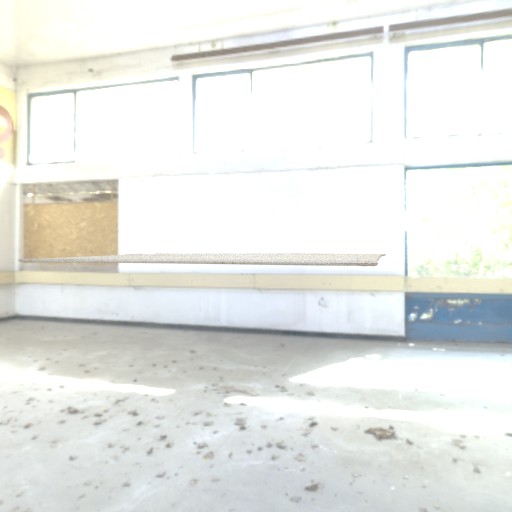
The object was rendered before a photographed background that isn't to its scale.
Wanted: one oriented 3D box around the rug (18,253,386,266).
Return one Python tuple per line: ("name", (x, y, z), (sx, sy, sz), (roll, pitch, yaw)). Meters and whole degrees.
("rug", (0.000, 0.000, 2.883), (1.596, 0.030, 2.283), (0, 1, 17))
